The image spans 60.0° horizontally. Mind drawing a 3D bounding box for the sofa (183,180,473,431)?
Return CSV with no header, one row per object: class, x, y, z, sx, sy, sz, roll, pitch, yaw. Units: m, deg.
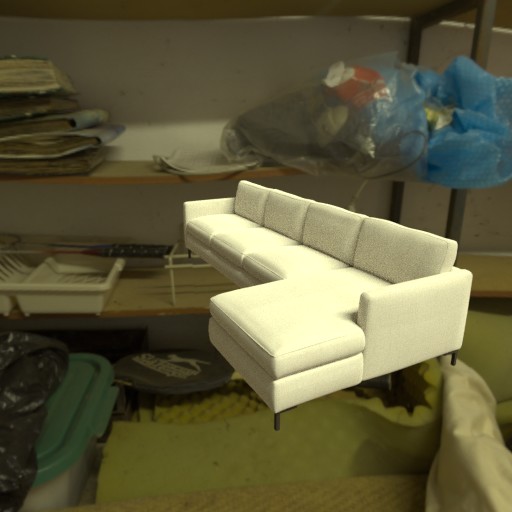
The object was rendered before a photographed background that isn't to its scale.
sofa,0.000,0.000,2.946,1.126,0.677,2.445,-9,20,-26
